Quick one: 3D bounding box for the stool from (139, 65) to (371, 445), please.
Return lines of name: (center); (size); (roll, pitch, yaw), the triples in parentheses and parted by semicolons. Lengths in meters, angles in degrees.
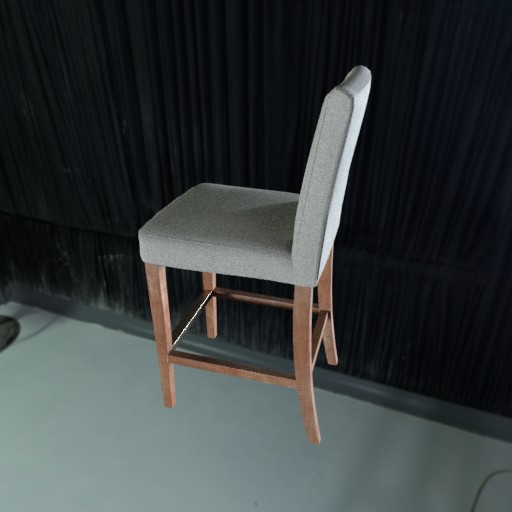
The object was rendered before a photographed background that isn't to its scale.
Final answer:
stool: (0.000, 0.000, 1.400); (0.570, 1.088, 0.439); (9, 30, 15)
